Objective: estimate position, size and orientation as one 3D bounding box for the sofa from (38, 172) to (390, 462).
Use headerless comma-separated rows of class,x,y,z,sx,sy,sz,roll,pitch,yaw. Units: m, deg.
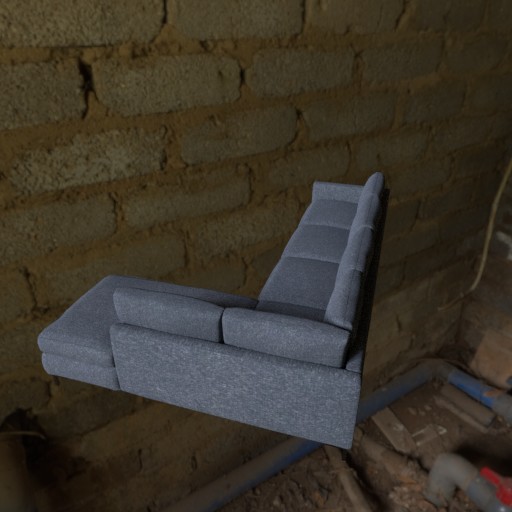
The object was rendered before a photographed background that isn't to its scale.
sofa,0.000,0.000,3.738,2.007,0.815,2.949,9,30,15
